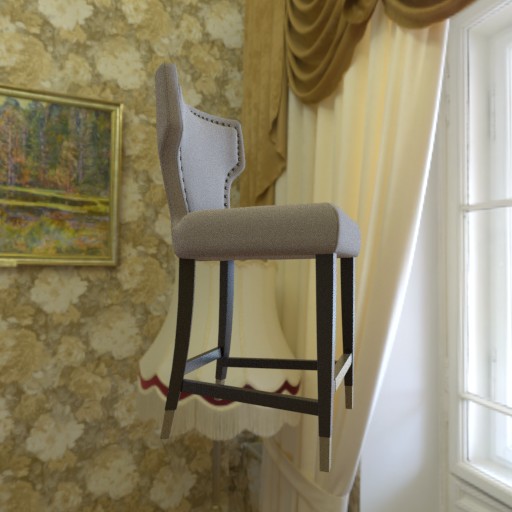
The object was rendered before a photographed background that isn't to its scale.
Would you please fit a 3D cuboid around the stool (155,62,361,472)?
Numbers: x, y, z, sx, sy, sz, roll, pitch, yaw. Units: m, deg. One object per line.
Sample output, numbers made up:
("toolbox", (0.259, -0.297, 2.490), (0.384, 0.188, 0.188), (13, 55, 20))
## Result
("stool", (0.000, 0.000, 1.306), (0.563, 0.982, 0.527), (0, -1, 19))
